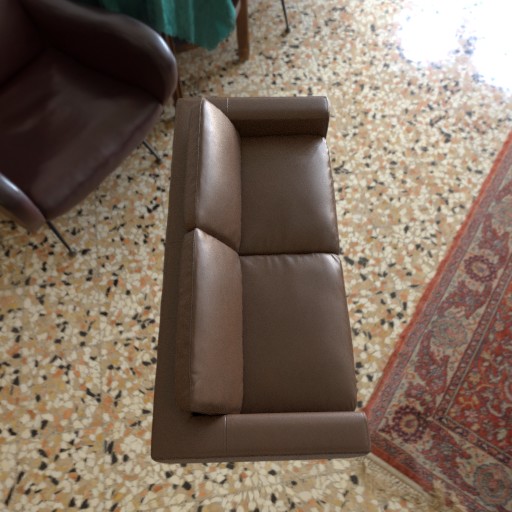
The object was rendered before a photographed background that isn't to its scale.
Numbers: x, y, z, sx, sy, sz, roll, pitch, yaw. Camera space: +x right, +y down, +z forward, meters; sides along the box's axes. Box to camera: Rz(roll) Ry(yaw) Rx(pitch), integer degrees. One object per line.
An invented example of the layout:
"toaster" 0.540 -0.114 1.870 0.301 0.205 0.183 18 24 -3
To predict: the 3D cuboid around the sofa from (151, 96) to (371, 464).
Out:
"sofa" 0.000 0.000 2.697 1.070 0.801 2.262 -1 64 -1
